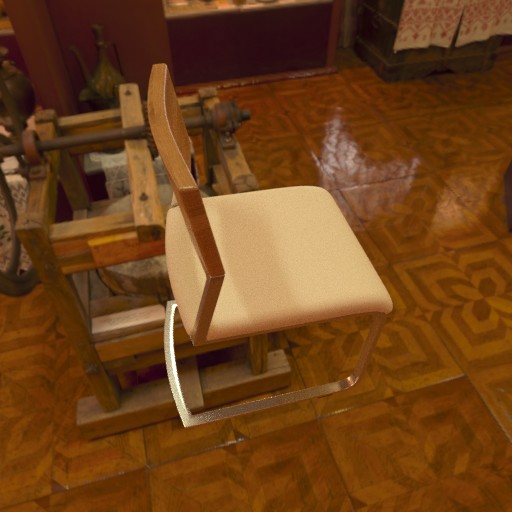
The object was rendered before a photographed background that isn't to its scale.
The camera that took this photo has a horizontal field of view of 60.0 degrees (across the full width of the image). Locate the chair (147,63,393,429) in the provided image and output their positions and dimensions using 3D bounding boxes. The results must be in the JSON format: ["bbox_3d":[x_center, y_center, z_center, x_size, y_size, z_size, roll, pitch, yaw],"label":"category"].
[{"bbox_3d":[0.000,0.000,1.155,0.585,0.844,0.467,-10,47,-10],"label":"chair"}]
